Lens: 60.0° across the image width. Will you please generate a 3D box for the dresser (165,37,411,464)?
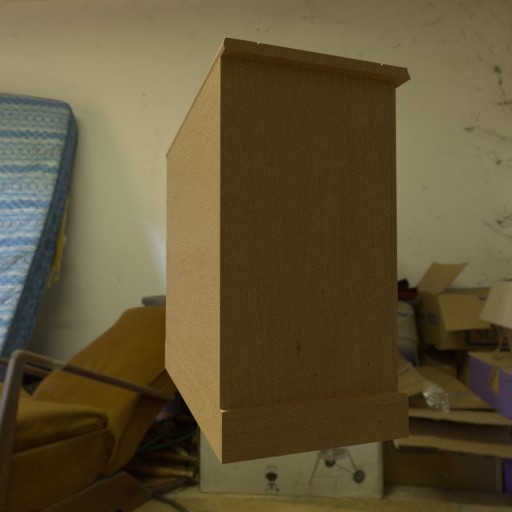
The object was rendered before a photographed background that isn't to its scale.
[{"bbox_3d":[0.000,0.000,1.363,0.440,0.835,0.915,1,-2,-18],"label":"dresser"}]
